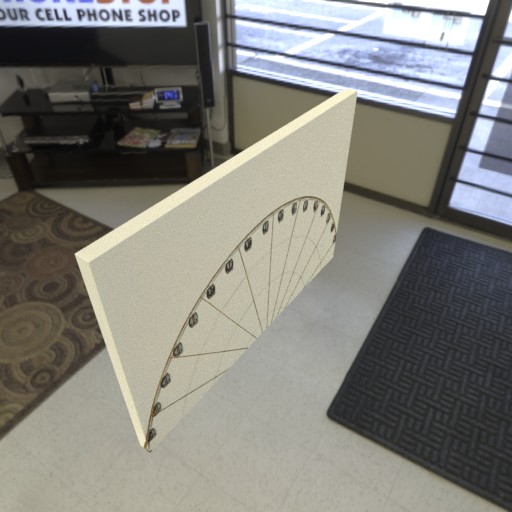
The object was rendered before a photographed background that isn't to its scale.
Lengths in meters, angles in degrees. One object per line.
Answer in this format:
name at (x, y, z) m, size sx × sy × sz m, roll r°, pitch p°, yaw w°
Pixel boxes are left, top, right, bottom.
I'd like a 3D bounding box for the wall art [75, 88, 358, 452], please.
wall art at (0.000, 0.000, 1.146) m, size 0.038 × 0.601 × 0.898 m, roll 26°, pitch 46°, yaw 27°
